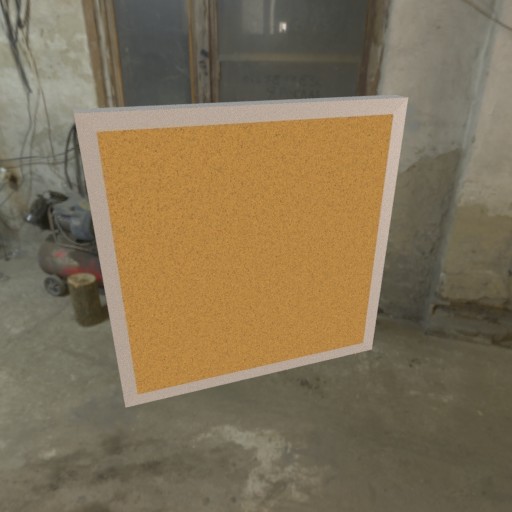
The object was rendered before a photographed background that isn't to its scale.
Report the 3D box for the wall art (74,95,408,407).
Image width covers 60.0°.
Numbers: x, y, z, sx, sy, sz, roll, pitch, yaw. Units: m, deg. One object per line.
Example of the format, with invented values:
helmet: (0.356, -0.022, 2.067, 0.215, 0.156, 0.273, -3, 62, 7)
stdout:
wall art: (0.000, 0.000, 1.959, 1.289, 1.291, 0.098, -9, 28, -17)
